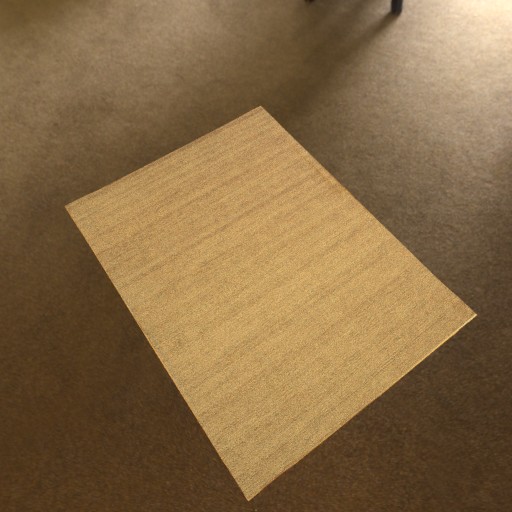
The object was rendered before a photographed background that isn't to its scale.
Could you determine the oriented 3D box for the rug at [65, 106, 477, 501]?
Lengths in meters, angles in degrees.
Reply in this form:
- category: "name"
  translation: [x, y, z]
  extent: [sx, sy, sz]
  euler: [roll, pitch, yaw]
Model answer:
- category: "rug"
  translation: [0.000, 0.000, 4.130]
  extent: [2.434, 0.045, 3.202]
  euler: [-32, 65, -17]
